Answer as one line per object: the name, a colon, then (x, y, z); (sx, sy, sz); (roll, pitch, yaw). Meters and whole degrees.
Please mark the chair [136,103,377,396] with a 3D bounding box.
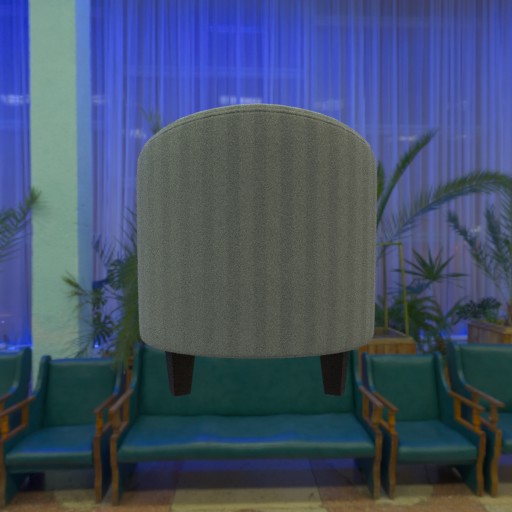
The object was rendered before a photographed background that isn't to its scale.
chair: (0.000, 0.000, 1.710); (0.756, 0.757, 1.288); (0, 1, 0)
